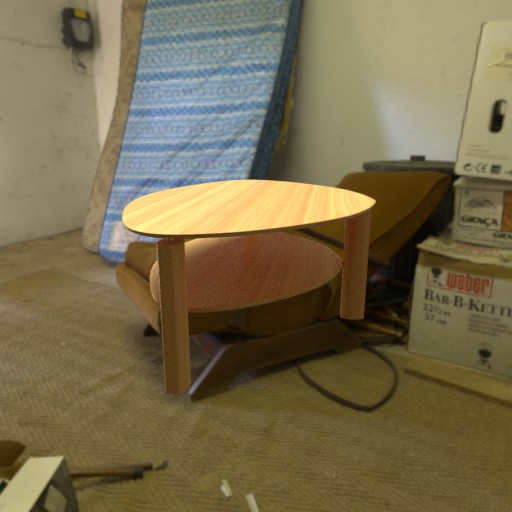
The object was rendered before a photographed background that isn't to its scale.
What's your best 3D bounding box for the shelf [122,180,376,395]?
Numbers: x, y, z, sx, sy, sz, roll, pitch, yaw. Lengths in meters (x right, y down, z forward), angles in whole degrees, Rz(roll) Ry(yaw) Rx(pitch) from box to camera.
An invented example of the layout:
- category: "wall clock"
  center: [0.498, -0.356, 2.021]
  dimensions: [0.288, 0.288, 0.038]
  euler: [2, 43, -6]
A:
- category: "shelf"
  center: [0.000, 0.000, 1.669]
  dimensions: [0.845, 0.440, 1.246]
  euler: [3, 16, 9]
